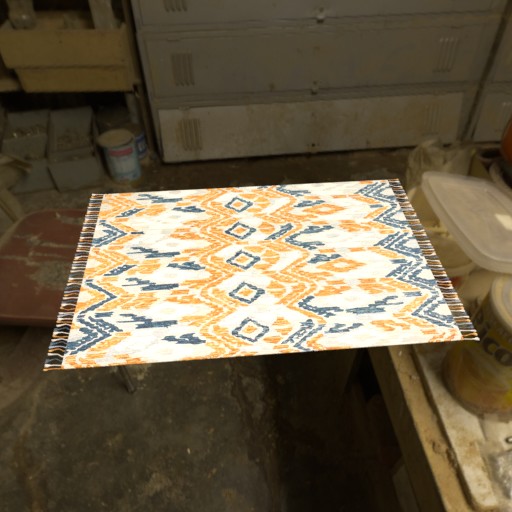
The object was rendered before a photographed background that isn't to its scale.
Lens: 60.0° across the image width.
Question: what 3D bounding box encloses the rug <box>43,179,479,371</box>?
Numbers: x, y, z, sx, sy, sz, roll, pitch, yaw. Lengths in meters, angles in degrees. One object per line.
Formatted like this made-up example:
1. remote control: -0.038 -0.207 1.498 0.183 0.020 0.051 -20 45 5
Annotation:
1. rug: 0.000 0.000 2.970 2.428 0.010 1.533 -3 46 -3
